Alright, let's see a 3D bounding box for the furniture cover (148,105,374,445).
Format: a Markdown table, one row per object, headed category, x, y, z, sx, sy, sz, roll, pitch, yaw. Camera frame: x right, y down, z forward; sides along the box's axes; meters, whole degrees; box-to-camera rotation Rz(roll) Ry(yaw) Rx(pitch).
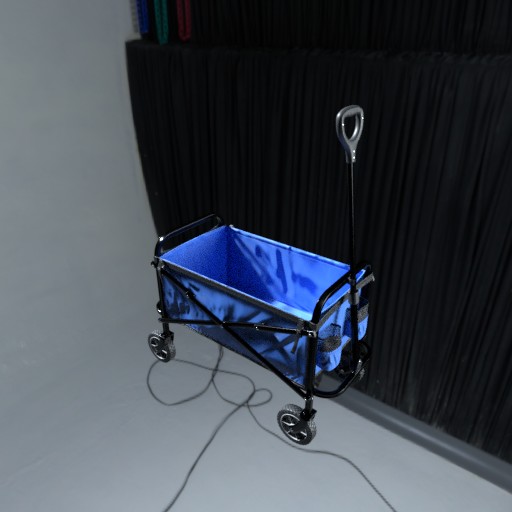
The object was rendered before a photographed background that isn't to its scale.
| category | x | y | z | sx | sy | sz | roll | pitch | yaw |
| --- | --- | --- | --- | --- | --- | --- | --- | --- | --- |
| furniture cover | 0.000 | 0.000 | 1.884 | 1.038 | 1.295 | 0.532 | 20 | 34 | 33 |
